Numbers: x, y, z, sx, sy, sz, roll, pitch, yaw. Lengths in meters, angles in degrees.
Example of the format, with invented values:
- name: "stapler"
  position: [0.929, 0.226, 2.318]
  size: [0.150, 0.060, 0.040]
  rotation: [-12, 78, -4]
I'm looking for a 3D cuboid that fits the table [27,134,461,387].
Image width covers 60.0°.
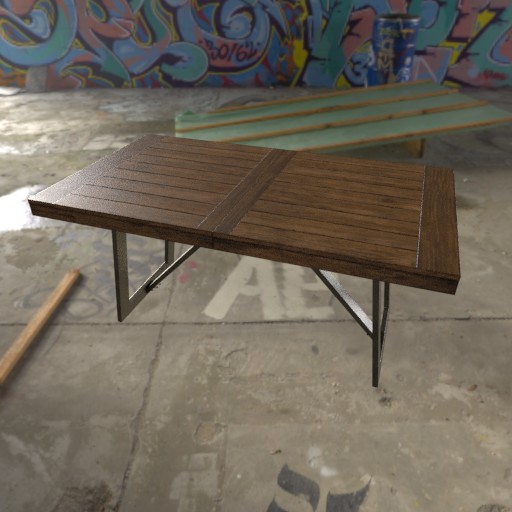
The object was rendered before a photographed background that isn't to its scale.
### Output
- name: "table"
  position: [0.000, 0.000, 2.143]
  size: [1.641, 0.757, 0.931]
  rotation: [11, 34, 16]
